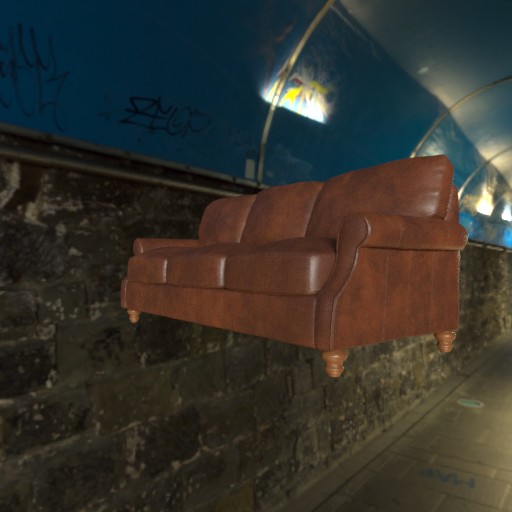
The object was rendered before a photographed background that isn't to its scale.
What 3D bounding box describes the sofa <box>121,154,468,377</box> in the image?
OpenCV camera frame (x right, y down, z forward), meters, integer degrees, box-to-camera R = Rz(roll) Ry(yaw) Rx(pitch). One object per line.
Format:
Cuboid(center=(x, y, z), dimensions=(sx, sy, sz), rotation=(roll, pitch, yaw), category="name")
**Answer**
Cuboid(center=(0.000, 0.000, 2.802), dimensions=(0.973, 0.977, 2.351), rotation=(1, -1, -37), category="sofa")
